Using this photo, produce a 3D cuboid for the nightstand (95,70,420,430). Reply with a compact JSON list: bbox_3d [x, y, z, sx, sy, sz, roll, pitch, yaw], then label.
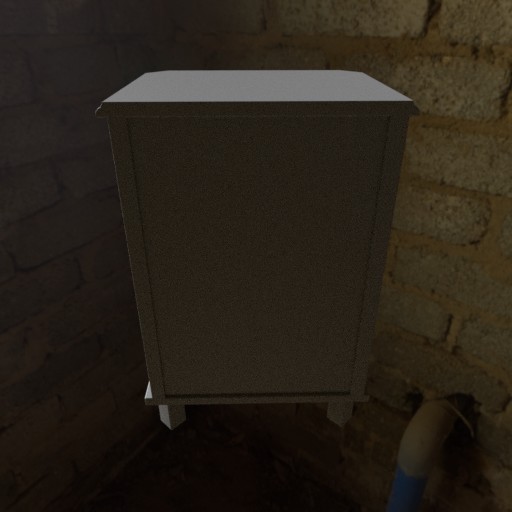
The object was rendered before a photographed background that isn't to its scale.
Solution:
[{"bbox_3d":[0.000,0.000,0.924,0.450,0.680,0.350,-1,29,-1],"label":"nightstand"}]
